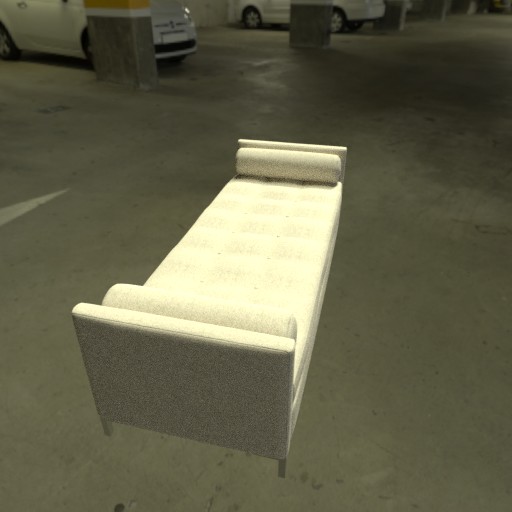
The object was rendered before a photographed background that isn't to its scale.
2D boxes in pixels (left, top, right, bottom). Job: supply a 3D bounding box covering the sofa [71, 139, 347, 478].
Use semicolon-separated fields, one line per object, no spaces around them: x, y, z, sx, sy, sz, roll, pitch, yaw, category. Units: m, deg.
0.000;0.000;2.440;0.797;0.655;2.102;8;32;12;sofa
